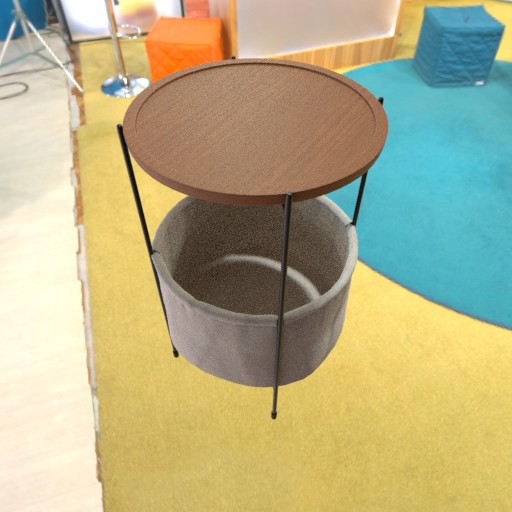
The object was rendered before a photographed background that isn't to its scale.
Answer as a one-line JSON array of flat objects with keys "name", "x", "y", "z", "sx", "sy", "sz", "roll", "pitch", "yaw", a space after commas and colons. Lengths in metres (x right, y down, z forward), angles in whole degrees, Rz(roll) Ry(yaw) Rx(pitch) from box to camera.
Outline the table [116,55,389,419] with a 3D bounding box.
[{"name": "table", "x": 0.000, "y": 0.000, "z": 0.881, "sx": 0.393, "sy": 0.623, "sz": 0.393, "roll": 26, "pitch": 52, "yaw": 22}]
